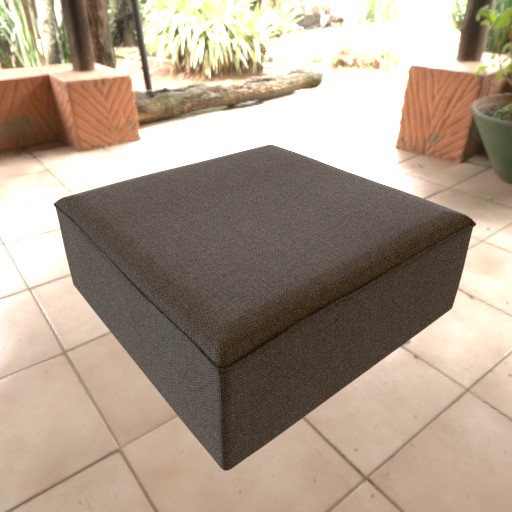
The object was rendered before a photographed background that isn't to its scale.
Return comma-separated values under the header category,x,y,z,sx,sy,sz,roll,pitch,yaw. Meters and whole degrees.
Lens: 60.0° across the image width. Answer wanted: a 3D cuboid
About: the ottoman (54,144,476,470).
category,x,y,z,sx,sy,sz,roll,pitch,yaw
ottoman,0.000,0.000,1.544,1.017,0.423,1.023,-23,38,-32
